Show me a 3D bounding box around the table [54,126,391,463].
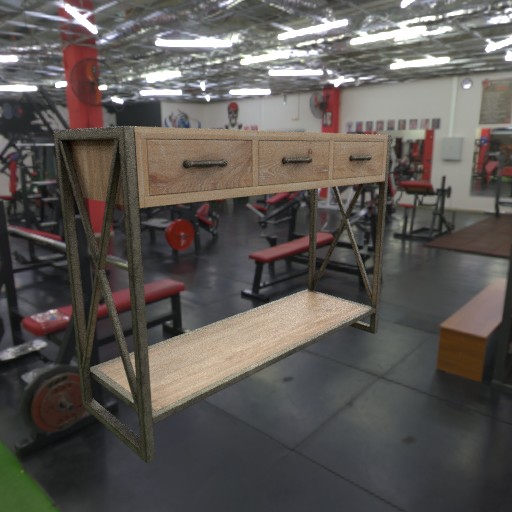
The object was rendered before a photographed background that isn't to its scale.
[{"bbox_3d":[0.000,0.000,1.426,0.361,0.763,1.059,13,19,43],"label":"table"}]
